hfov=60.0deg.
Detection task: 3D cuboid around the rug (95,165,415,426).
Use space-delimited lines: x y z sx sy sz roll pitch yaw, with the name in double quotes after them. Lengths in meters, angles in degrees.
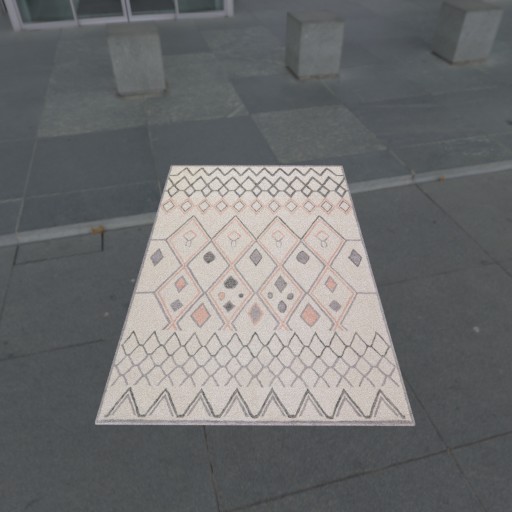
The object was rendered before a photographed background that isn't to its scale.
0.000 0.000 3.021 1.524 0.015 2.438 0 41 0 "rug"
